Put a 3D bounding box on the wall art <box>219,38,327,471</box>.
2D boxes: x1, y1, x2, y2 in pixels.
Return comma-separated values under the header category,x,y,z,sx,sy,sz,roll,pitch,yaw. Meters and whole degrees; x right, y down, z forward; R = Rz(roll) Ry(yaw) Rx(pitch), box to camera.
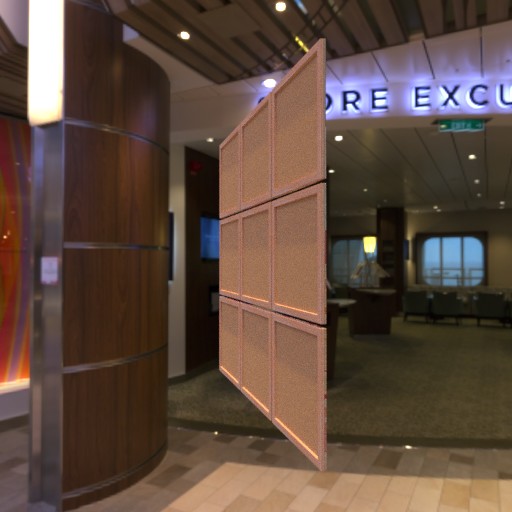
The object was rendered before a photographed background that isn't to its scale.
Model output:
category,x,y,z,sx,sy,sz,roll,pitch,yaw
wall art,0.000,0.000,1.365,0.012,0.910,0.911,0,-1,-18
